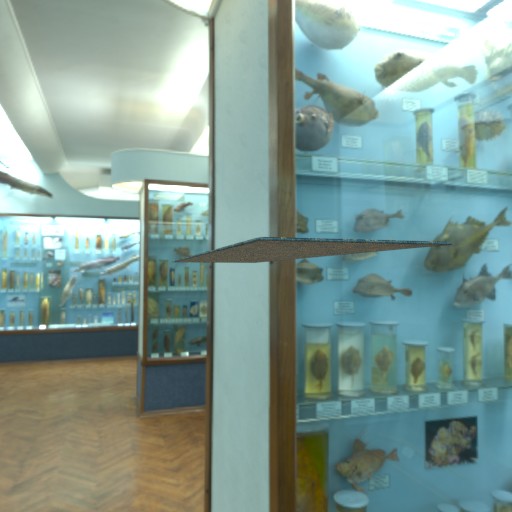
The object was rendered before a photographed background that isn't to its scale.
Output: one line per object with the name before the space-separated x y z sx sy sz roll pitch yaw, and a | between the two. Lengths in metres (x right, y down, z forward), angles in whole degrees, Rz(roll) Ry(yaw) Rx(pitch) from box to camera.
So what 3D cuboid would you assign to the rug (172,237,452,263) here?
rug | 0.000 0.000 2.478 0.685 0.014 2.292 1 -3 -17
